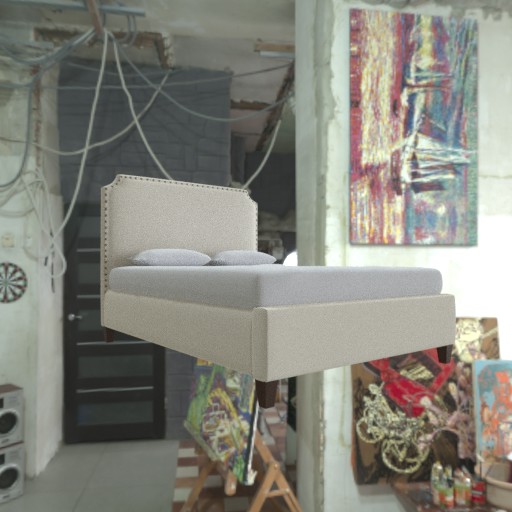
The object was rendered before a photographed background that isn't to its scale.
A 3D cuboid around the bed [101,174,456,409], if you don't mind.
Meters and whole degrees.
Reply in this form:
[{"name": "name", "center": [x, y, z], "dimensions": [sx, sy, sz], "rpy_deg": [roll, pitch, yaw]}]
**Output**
[{"name": "bed", "center": [0.000, 0.000, 3.504], "dimensions": [1.712, 1.497, 2.372], "rpy_deg": [1, -1, -37]}]
